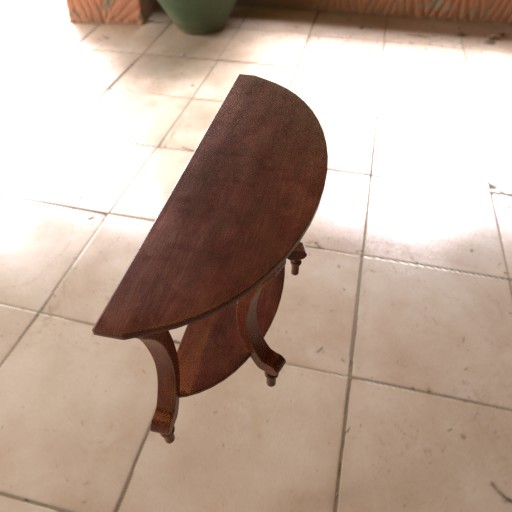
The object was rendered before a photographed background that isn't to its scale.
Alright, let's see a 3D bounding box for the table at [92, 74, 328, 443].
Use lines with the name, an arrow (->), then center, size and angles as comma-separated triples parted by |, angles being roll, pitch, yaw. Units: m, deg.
table -> 0.000, 0.000, 1.497 | 0.394, 0.699, 1.198 | 9, 46, 9
